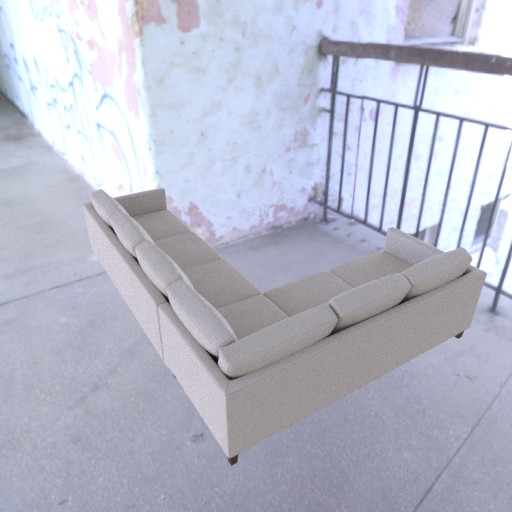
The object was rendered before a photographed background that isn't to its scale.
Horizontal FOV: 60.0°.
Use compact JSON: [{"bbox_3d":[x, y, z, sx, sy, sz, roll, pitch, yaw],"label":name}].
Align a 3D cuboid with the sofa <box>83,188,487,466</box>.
[{"bbox_3d":[0.000,0.000,4.293,2.432,0.863,3.182,-18,34,-28],"label":"sofa"}]
